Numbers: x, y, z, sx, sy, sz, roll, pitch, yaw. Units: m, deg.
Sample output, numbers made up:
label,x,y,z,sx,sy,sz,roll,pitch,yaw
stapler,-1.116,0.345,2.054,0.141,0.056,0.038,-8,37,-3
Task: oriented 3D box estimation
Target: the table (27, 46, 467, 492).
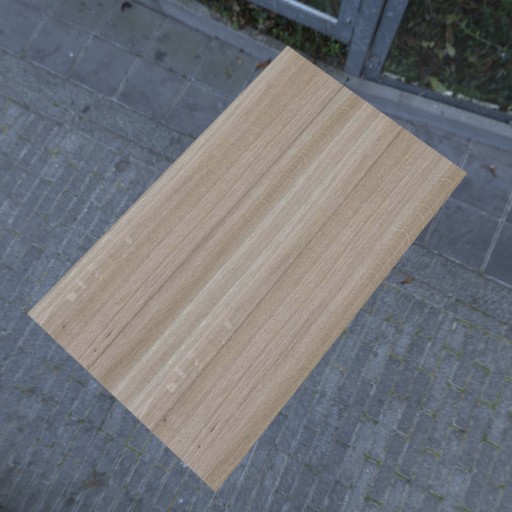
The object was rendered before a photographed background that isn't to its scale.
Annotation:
label,x,y,z,sx,sy,sz,roll,pitch,yaw
table,0.000,0.000,1.413,0.678,0.353,1.110,39,79,9
